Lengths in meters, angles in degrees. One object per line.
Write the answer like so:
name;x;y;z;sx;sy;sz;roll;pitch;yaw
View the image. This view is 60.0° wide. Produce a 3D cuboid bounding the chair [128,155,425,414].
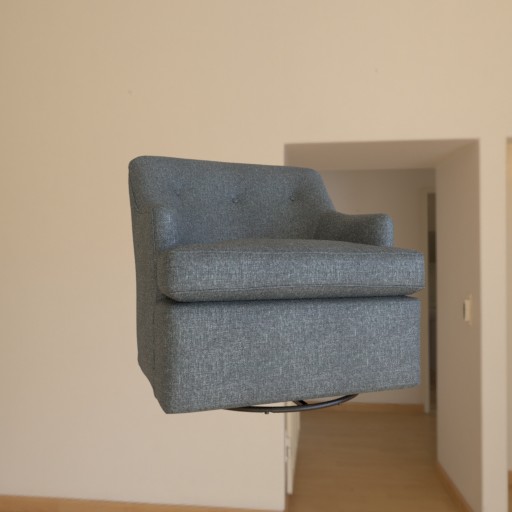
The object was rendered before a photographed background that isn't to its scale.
chair;0.000;0.000;1.609;0.864;0.856;0.923;0;-1;-19
